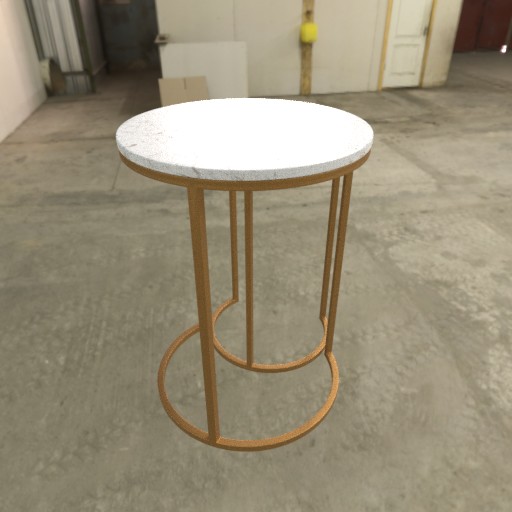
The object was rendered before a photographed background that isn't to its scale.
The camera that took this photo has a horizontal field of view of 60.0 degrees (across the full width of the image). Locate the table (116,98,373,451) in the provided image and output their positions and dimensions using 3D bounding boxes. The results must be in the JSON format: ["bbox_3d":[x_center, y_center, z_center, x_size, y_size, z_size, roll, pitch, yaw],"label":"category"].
[{"bbox_3d":[0.000,0.000,0.895,0.400,0.550,0.507,10,33,16],"label":"table"}]
